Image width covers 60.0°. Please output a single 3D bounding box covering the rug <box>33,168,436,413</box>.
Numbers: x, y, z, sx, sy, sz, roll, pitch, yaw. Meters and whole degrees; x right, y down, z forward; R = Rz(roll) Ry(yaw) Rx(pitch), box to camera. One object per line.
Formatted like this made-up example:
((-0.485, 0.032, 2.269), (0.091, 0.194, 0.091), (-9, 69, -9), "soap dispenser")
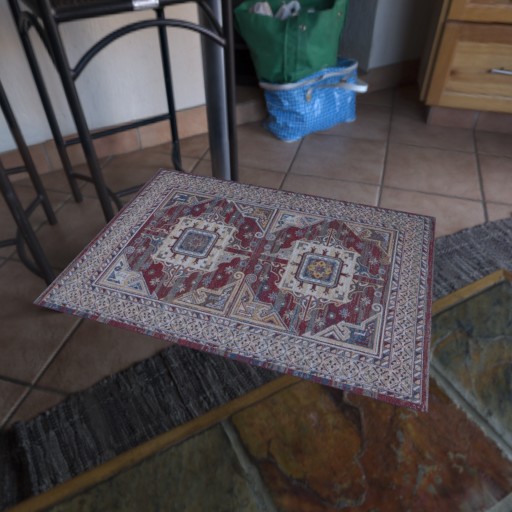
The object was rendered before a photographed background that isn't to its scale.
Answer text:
((0.000, 0.000, 2.892), (2.210, 0.011, 1.599), (12, 43, 13), "rug")
